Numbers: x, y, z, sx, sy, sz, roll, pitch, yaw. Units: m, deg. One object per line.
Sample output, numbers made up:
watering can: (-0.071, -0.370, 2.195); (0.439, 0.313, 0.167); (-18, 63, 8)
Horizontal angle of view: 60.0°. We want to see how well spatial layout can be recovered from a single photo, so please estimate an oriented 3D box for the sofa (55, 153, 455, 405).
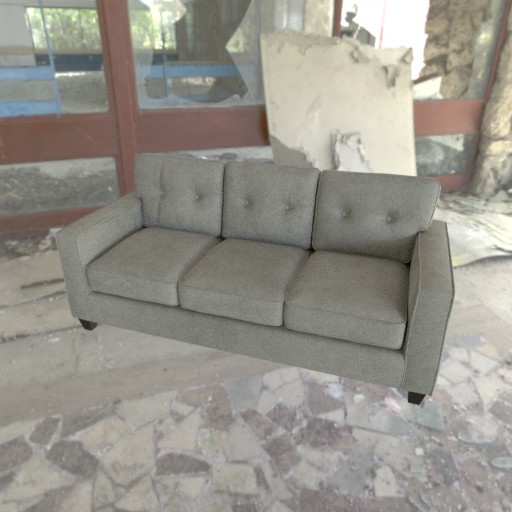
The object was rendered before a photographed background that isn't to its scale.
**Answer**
sofa: (0.000, 0.000, 2.645); (2.133, 0.965, 0.939); (9, 27, 17)
